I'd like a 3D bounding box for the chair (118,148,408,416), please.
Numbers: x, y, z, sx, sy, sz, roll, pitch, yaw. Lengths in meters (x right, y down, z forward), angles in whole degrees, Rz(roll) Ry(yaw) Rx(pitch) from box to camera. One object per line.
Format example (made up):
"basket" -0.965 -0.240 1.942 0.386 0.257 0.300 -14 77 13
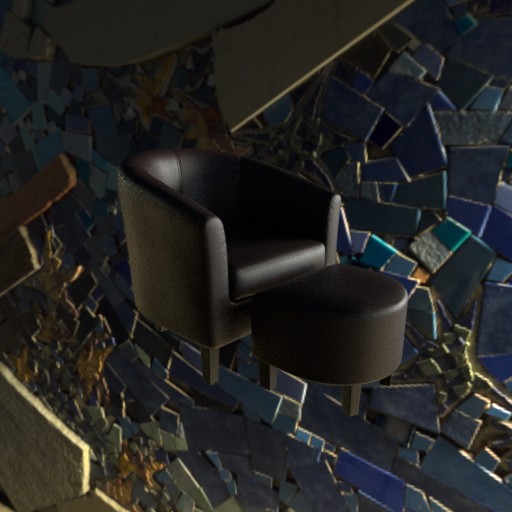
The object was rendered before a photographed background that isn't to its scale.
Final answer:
"chair" 0.000 0.000 1.680 1.176 0.755 0.737 16 22 42
